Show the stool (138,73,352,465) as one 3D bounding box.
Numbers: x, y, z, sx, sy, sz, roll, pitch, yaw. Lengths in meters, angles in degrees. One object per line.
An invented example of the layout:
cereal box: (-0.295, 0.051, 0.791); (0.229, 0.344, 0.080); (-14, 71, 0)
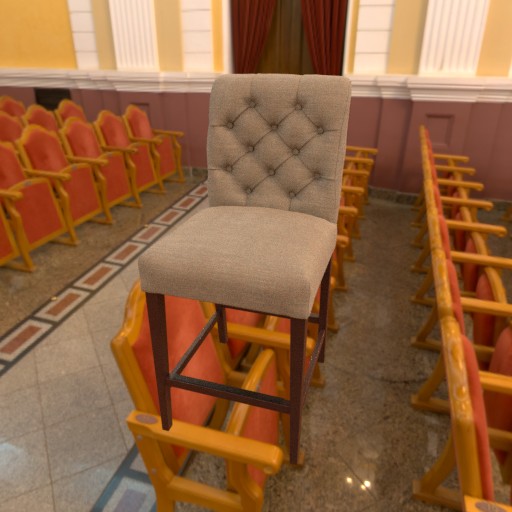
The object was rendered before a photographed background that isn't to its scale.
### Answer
stool: (0.000, 0.000, 1.466); (0.486, 1.084, 0.660); (8, 27, 16)
